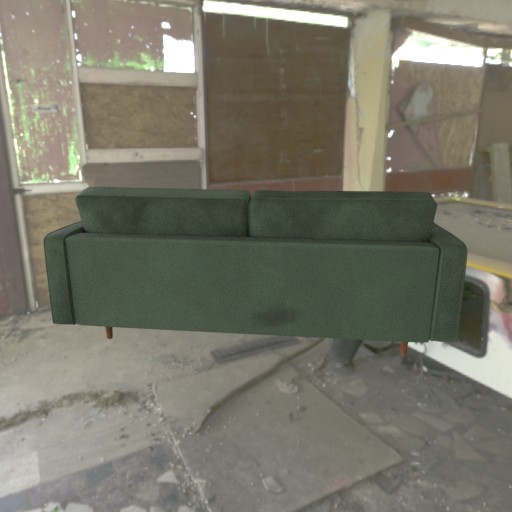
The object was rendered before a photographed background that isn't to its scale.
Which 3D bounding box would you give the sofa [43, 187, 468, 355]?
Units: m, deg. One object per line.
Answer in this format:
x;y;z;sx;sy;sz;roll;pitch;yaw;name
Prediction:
0.000;0.000;2.378;1.880;0.772;0.916;2;16;6;sofa
